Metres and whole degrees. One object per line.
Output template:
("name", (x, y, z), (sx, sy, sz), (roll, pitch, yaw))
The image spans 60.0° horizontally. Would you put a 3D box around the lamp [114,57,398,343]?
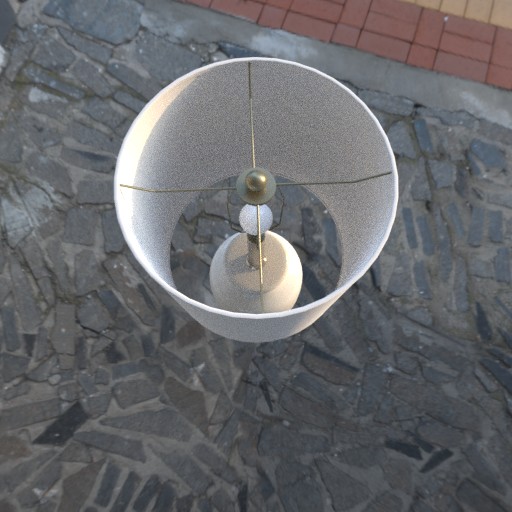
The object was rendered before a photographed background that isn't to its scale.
("lamp", (0.000, 0.000, 0.481), (0.188, 0.392, 0.188), (35, 77, 9))
